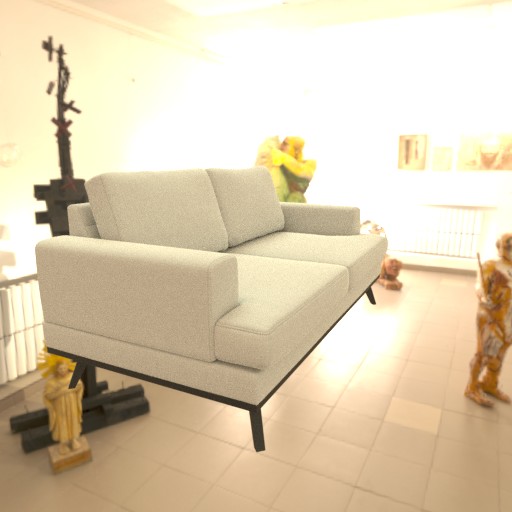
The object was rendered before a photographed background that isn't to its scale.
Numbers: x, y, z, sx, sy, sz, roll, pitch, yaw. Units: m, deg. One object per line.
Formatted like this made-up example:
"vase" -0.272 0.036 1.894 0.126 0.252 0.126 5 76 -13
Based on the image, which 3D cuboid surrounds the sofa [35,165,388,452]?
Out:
"sofa" 0.000 0.000 2.089 0.920 0.810 1.650 6 14 26
